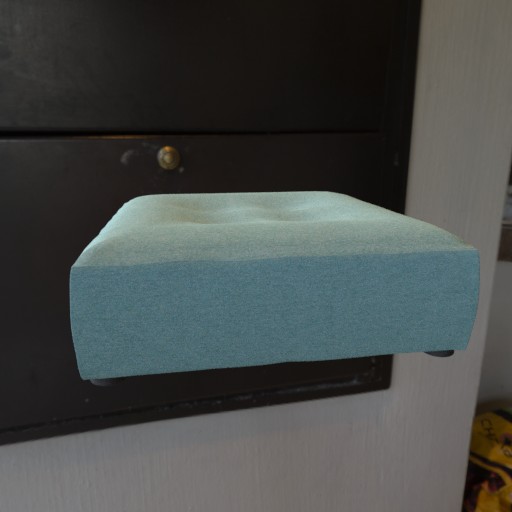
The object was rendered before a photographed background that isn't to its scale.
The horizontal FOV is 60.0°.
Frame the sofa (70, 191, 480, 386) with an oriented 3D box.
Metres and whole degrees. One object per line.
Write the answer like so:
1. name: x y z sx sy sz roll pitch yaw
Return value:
1. sofa: 0.000 0.000 1.432 0.930 0.330 0.930 -2 15 -9
